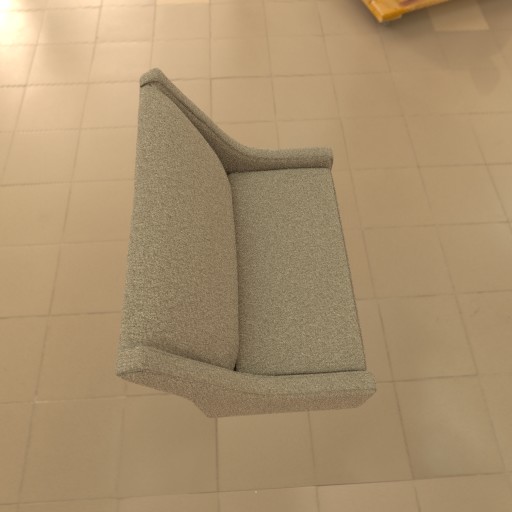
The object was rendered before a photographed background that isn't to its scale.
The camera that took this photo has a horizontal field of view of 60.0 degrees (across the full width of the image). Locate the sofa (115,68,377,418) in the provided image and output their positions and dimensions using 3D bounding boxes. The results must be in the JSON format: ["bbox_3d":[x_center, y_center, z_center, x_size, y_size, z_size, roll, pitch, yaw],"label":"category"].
[{"bbox_3d":[0.000,0.000,1.936,0.862,1.026,1.242,-3,62,-2],"label":"sofa"}]
